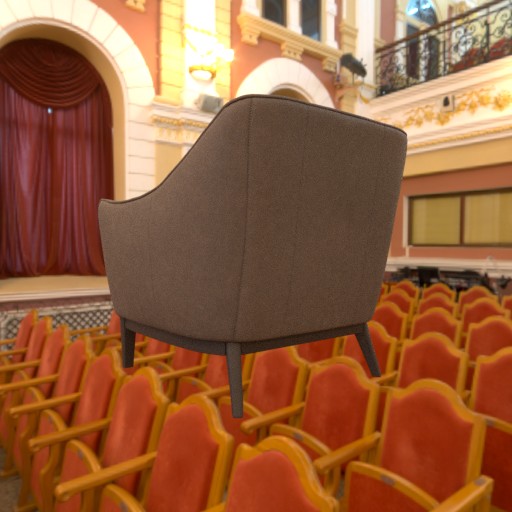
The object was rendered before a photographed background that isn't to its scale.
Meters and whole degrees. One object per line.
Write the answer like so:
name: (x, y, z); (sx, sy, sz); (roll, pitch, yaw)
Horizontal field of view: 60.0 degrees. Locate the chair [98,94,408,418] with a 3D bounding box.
chair: (0.000, 0.000, 1.579); (0.871, 0.830, 0.852); (-1, 2, -38)
